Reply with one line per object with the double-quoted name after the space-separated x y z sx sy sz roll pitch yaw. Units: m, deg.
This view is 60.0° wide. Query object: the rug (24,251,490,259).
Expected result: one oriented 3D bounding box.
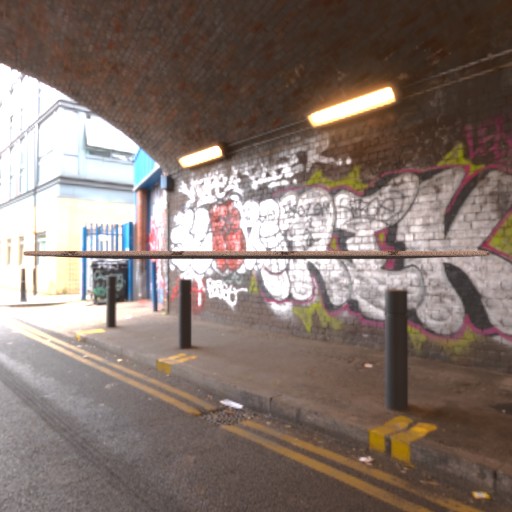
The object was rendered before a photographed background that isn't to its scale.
0.000 0.000 3.475 2.743 0.030 1.778 0 -1 -1 "rug"
